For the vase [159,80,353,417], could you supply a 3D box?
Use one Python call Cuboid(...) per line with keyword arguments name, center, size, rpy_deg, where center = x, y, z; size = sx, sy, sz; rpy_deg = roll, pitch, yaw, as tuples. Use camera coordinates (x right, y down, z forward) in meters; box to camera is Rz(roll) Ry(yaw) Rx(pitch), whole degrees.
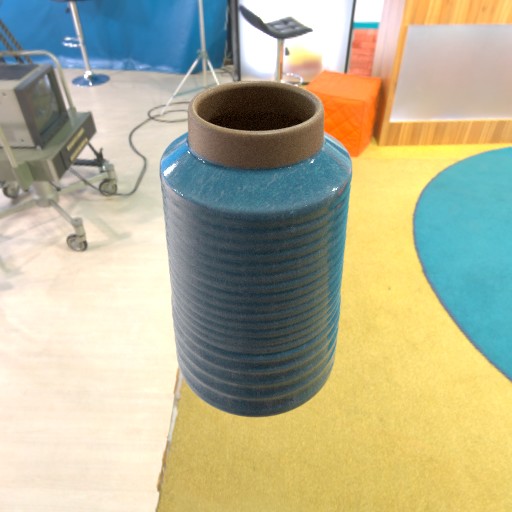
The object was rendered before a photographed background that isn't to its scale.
Cuboid(name="vase", center=(0.000, 0.000, 0.381), size=(0.163, 0.267, 0.163), rpy_deg=(0, 41, 0))
